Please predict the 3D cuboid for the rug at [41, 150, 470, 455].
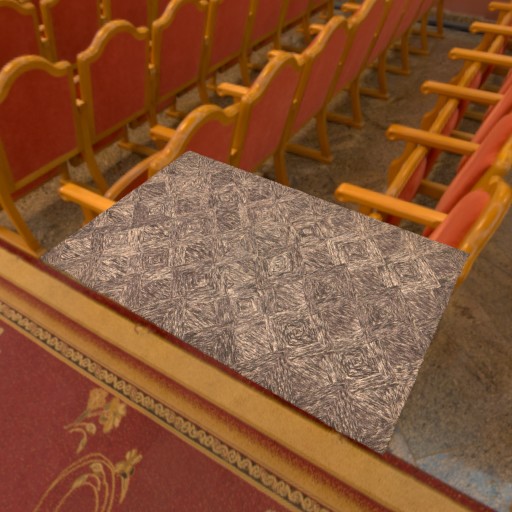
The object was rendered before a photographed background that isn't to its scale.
[{"bbox_3d":[0.000,0.000,2.227,1.808,0.011,1.189,24,50,22],"label":"rug"}]
